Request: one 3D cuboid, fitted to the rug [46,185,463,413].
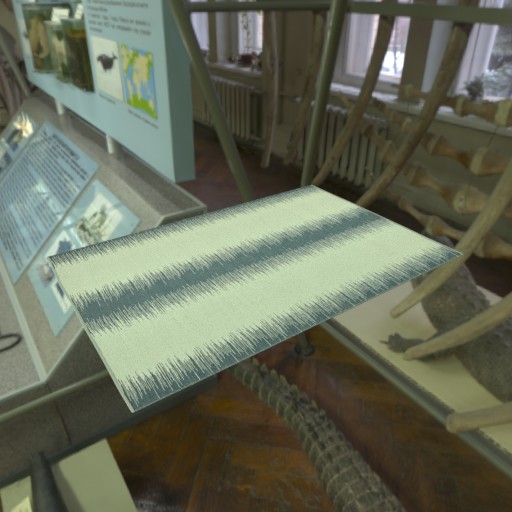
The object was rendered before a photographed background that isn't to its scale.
[{"bbox_3d":[0.000,0.000,2.351,1.854,0.006,1.234,-19,35,-29],"label":"rug"}]
